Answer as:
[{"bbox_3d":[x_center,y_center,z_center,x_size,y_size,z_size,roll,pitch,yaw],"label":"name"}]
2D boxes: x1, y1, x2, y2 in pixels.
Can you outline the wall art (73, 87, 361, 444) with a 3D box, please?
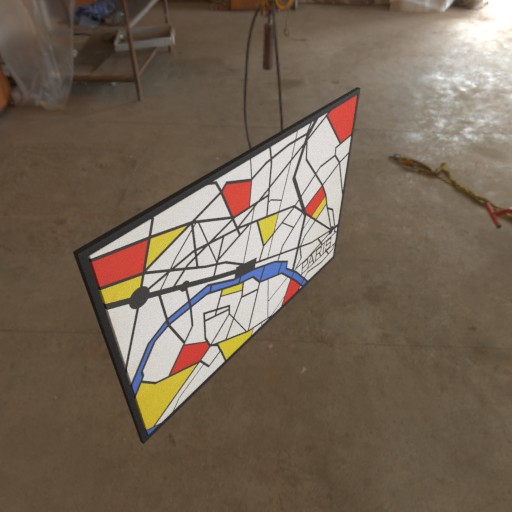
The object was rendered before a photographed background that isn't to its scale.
[{"bbox_3d":[0.000,0.000,1.243,0.013,0.665,0.963,28,48,28],"label":"wall art"}]
